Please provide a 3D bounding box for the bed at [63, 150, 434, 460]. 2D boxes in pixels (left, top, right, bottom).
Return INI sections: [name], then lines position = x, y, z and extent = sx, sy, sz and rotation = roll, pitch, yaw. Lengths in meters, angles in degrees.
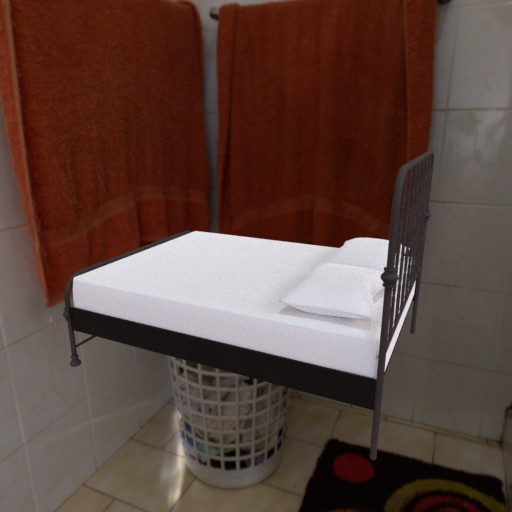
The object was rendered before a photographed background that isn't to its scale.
[bed]
position = 0.000, 0.000, 3.128
extent = 2.134, 1.446, 1.616
rotation = 8, 19, 25
